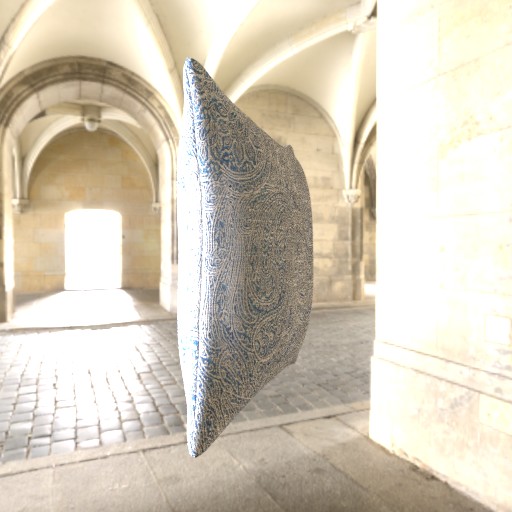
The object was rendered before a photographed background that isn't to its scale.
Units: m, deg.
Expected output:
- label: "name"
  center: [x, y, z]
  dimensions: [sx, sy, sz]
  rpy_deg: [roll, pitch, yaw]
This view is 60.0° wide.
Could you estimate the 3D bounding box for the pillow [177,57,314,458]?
- label: "pillow"
  center: [0.000, 0.000, 0.797]
  dimensions: [0.166, 0.510, 0.523]
  rpy_deg: [0, 1, 19]
